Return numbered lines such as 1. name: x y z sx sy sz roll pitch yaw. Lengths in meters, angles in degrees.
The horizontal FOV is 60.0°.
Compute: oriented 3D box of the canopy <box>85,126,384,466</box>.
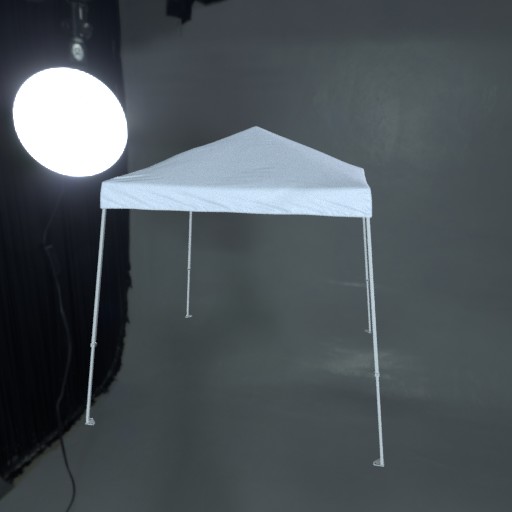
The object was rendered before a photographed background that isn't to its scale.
1. canopy: 0.000 0.000 6.409 3.600 3.600 3.599 3 15 11
